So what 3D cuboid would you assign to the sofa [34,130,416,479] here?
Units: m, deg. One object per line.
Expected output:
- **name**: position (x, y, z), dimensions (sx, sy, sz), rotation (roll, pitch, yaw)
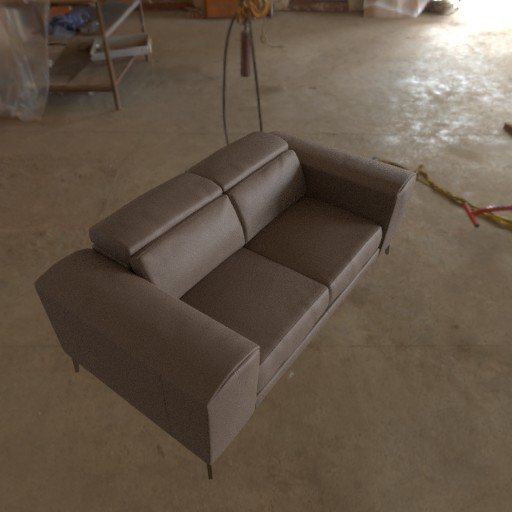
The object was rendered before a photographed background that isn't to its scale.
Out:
- **sofa**: position (0.000, 0.000, 2.381), dimensions (1.003, 0.779, 1.895), rotation (25, 46, 27)
